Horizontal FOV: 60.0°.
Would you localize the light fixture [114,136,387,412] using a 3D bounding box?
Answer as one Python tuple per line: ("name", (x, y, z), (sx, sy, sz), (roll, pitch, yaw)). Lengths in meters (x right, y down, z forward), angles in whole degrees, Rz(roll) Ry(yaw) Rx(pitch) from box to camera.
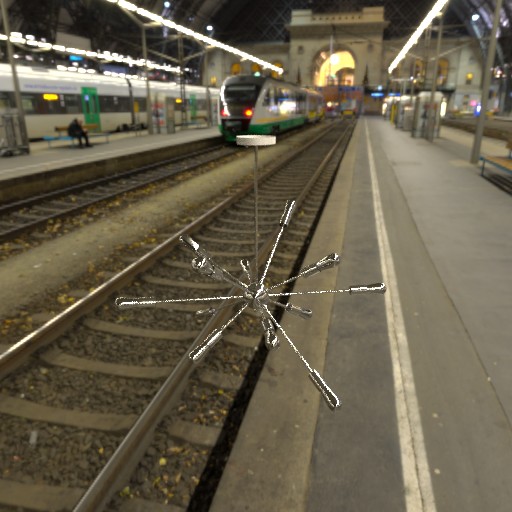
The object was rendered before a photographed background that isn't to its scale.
("light fixture", (0.000, 0.000, 1.071), (0.684, 0.558, 0.509), (-3, 19, -8))
